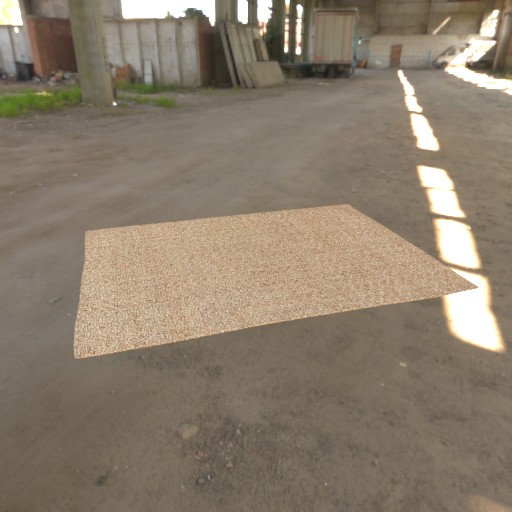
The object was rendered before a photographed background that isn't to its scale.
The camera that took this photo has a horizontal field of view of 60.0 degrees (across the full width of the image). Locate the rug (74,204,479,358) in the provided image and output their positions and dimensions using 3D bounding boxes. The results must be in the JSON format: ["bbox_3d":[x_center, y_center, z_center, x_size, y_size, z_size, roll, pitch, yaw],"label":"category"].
[{"bbox_3d":[0.000,0.000,2.853,2.141,0.013,1.566,-8,26,-16],"label":"rug"}]
